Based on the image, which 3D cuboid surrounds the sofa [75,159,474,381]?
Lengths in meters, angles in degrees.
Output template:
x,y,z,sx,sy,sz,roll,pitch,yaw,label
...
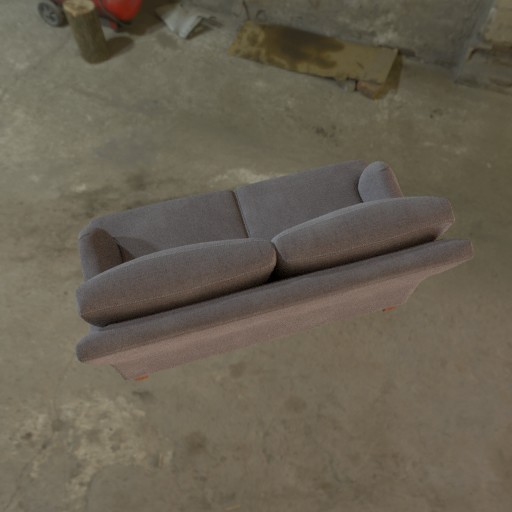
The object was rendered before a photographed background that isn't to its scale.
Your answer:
x,y,z,sx,sy,sz,roll,pitch,yaw,label
0.000,0.000,2.519,1.853,1.101,1.084,-14,59,-8,sofa
